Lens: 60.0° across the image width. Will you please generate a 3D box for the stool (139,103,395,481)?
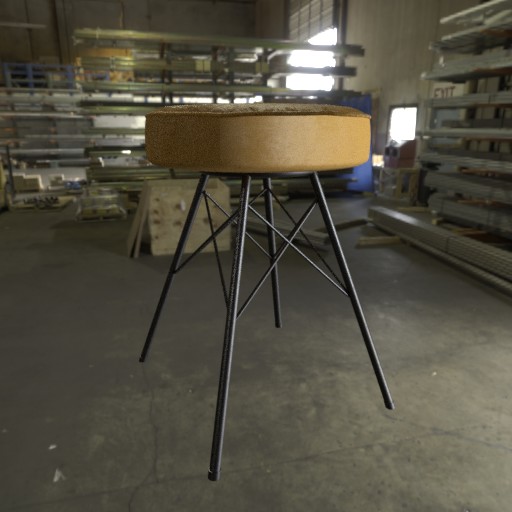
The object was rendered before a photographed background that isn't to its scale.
[{"bbox_3d":[0.000,0.000,0.929,0.438,0.595,0.472,-8,18,-26],"label":"stool"}]
